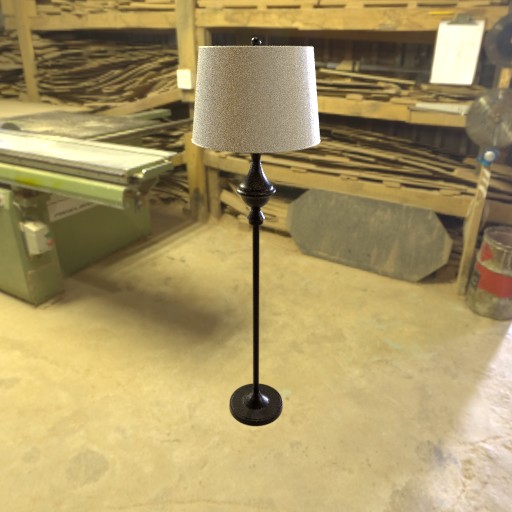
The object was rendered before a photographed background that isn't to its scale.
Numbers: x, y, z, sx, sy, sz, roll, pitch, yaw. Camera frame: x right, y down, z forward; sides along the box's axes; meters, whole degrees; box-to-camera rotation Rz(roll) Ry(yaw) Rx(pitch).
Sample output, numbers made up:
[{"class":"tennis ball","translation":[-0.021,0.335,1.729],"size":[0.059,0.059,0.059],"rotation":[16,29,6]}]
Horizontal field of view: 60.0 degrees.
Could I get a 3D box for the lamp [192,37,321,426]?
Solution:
[{"class":"lamp","translation":[0.000,0.000,1.676],"size":[0.431,1.484,0.431],"rotation":[0,25,0]}]
